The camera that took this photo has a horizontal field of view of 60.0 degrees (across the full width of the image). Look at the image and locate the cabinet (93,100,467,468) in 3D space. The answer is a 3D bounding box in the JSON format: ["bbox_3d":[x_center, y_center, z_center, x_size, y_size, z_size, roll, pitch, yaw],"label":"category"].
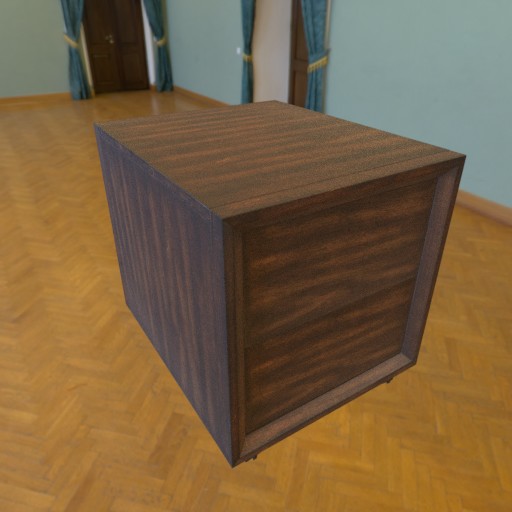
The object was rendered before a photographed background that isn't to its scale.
[{"bbox_3d":[0.000,0.000,0.841,0.402,0.455,0.500,-18,34,-28],"label":"cabinet"}]
